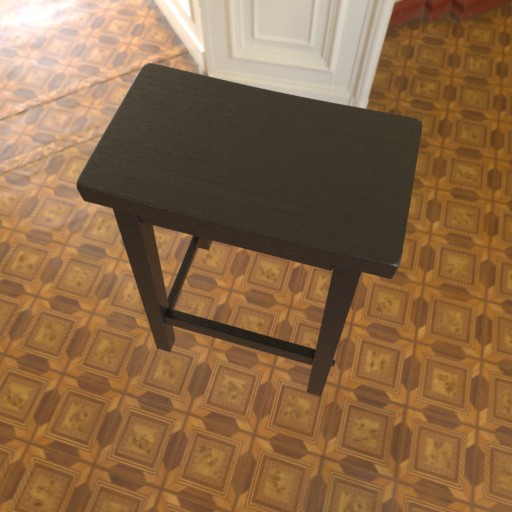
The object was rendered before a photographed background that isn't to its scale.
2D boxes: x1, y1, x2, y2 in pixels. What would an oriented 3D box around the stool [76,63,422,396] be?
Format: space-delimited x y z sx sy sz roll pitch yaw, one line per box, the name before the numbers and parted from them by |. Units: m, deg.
stool | 0.000 0.000 0.846 0.406 0.610 0.322 14 64 7
